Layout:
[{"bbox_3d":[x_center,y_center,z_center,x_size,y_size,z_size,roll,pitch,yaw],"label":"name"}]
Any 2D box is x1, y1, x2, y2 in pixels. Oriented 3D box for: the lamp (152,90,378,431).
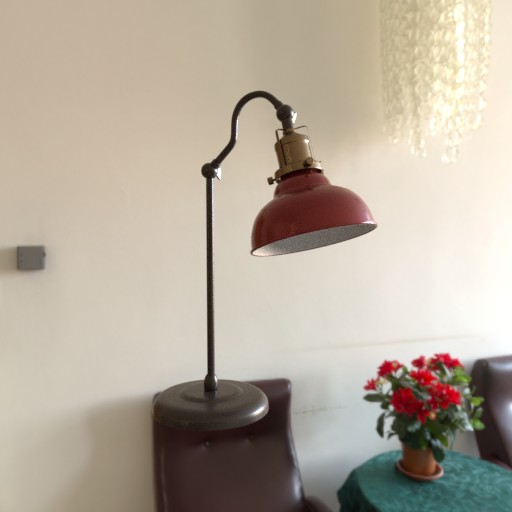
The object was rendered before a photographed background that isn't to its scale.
[{"bbox_3d":[0.000,0.000,0.686,0.374,0.508,0.192,0,1,35],"label":"lamp"}]
